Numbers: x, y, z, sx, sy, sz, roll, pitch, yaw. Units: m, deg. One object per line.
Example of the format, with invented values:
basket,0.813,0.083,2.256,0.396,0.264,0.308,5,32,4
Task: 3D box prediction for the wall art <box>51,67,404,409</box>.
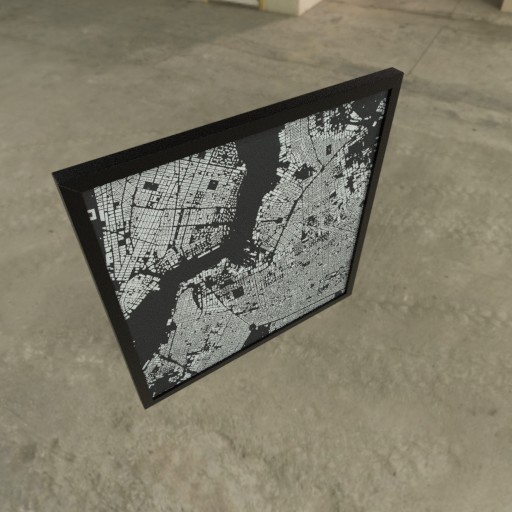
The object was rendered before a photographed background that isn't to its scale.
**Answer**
wall art,0.000,0.000,1.109,0.755,0.761,0.038,-25,50,-23
